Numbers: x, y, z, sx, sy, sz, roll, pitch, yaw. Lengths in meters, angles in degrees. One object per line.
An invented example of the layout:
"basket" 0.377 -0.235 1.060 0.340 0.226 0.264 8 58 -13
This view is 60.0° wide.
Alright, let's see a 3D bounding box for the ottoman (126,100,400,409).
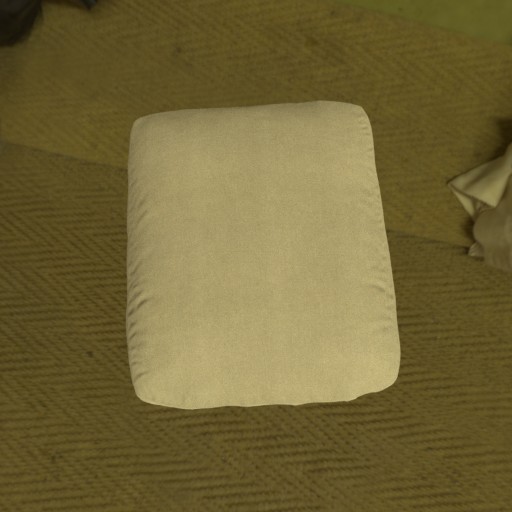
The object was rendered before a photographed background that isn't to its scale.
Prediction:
"ottoman" 0.000 0.000 1.107 0.584 0.480 0.712 -3 76 -1
